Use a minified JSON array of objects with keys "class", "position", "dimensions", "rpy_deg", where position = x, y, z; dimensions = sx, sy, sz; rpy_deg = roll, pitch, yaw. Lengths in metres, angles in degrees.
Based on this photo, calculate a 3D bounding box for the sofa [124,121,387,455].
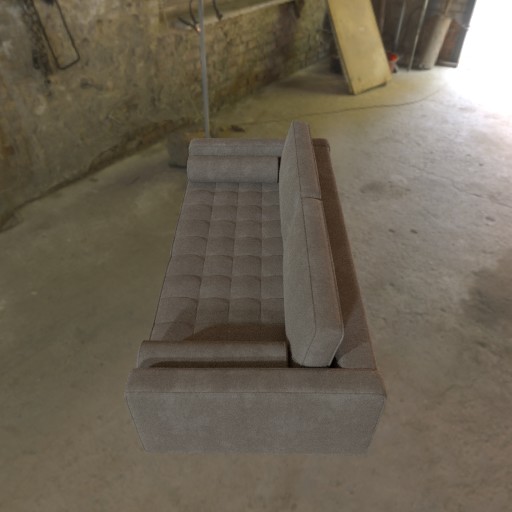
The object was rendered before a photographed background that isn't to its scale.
[{"class":"sofa","position":[0.000,0.000,2.286],"dimensions":[0.920,0.769,1.883],"rpy_deg":[1,42,1]}]
